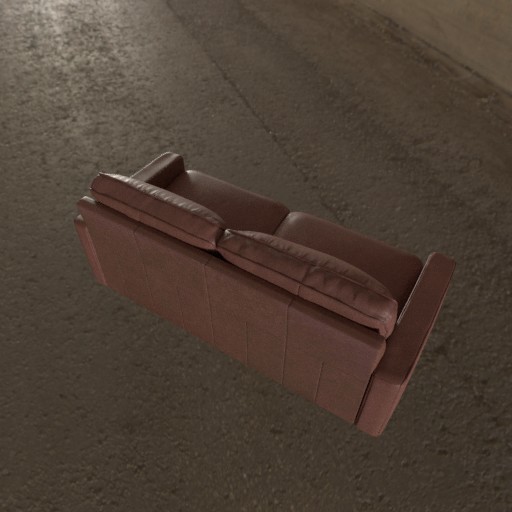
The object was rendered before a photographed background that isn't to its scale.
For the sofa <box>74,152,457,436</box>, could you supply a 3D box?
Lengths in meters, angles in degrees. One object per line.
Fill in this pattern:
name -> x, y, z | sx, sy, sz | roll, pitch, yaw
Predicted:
sofa -> 0.000, 0.000, 2.634 | 2.080, 0.919, 0.940 | 24, 50, 22
